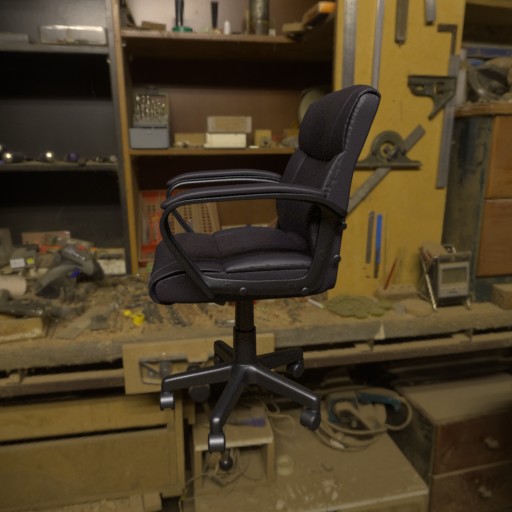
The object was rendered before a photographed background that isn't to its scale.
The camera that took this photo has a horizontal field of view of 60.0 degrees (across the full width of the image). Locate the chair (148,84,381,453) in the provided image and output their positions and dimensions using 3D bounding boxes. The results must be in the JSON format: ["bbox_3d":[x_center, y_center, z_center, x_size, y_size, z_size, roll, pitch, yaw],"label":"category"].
[{"bbox_3d":[0.000,0.000,1.381,0.641,0.998,0.576,-2,15,-9],"label":"chair"}]
